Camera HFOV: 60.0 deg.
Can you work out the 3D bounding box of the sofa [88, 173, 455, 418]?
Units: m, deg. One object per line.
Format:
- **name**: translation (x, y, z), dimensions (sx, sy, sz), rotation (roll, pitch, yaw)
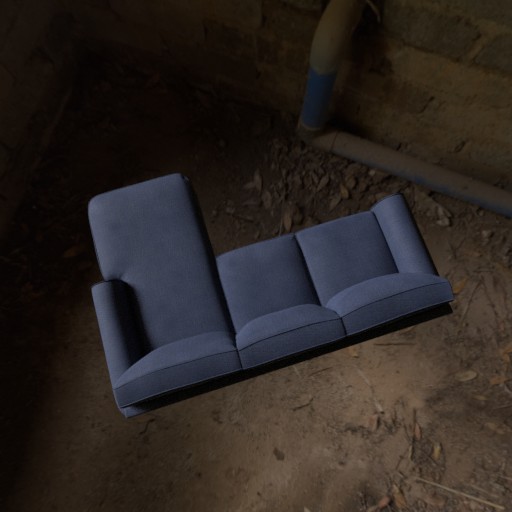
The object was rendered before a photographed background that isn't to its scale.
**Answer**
- **sofa**: translation (0.000, 0.000, 3.536), dimensions (2.567, 1.063, 1.780), rotation (-17, 76, -4)
